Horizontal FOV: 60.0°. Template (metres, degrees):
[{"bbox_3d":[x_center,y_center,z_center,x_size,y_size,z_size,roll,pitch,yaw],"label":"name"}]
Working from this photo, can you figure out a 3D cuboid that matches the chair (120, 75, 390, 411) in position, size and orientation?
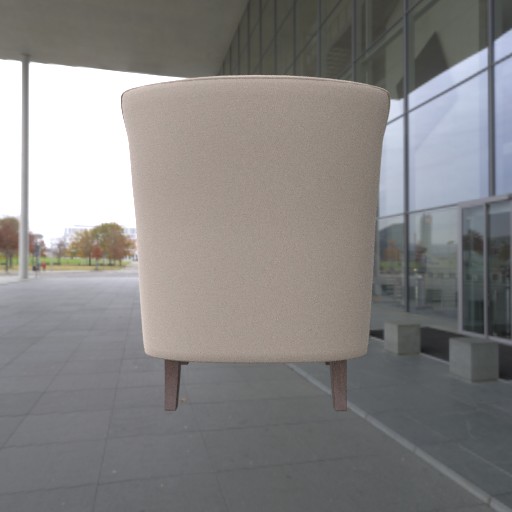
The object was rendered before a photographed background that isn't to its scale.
[{"bbox_3d":[0.000,0.000,1.520,0.756,0.916,0.879,0,-1,0],"label":"chair"}]
